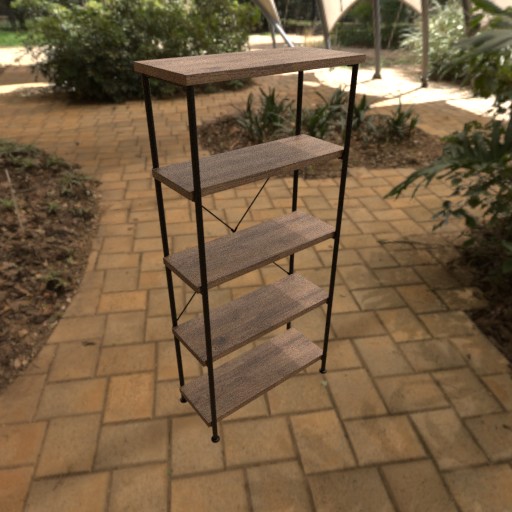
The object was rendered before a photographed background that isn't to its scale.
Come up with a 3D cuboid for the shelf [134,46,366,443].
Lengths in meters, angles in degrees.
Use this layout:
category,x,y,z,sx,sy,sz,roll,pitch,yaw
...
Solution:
category,x,y,z,sx,sy,sz,roll,pitch,yaw
shelf,0.000,0.000,2.066,0.800,1.700,0.360,-22,37,-32
